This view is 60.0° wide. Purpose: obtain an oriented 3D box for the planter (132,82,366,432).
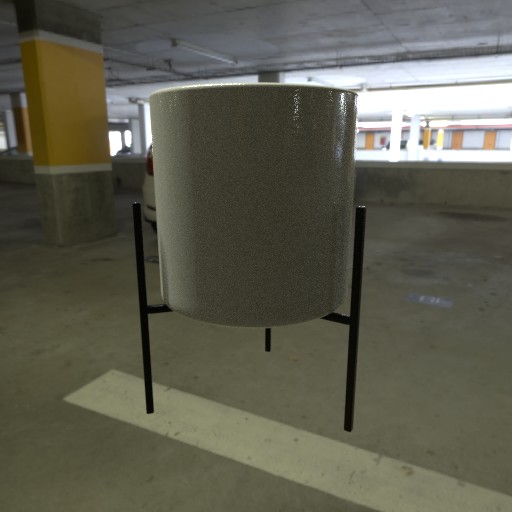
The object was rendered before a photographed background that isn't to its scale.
[{"bbox_3d":[0.000,0.000,0.524,0.239,0.356,0.239,2,14,10],"label":"planter"}]
